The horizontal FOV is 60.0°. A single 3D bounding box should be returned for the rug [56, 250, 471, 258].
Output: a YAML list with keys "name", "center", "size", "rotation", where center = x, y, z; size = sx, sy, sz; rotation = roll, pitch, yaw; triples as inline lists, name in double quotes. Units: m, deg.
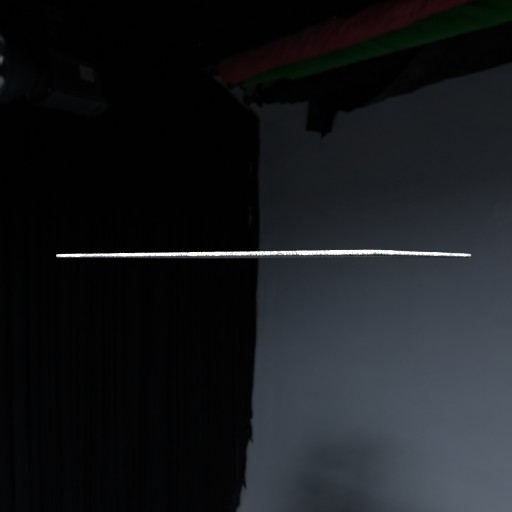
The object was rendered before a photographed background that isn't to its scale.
- name: "rug"
  center: [0.000, 0.000, 3.446]
  size: [2.701, 0.026, 1.801]
  rotation: [0, -1, 38]
